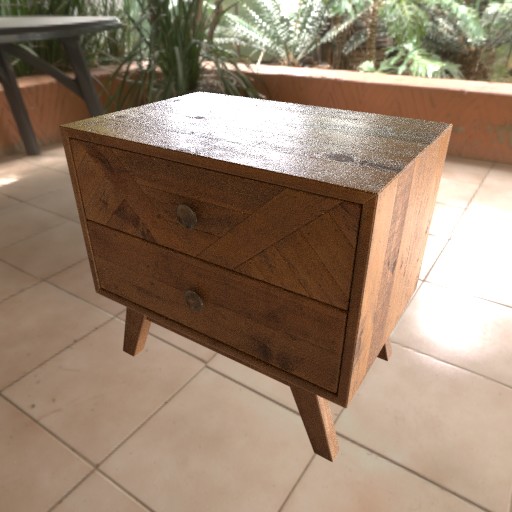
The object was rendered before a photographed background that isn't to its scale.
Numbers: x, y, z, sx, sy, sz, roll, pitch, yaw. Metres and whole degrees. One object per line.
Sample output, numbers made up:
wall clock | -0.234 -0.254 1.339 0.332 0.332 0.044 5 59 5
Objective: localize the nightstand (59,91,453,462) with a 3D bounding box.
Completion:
nightstand | 0.000 0.000 1.028 0.650 0.599 0.450 18 35 28
